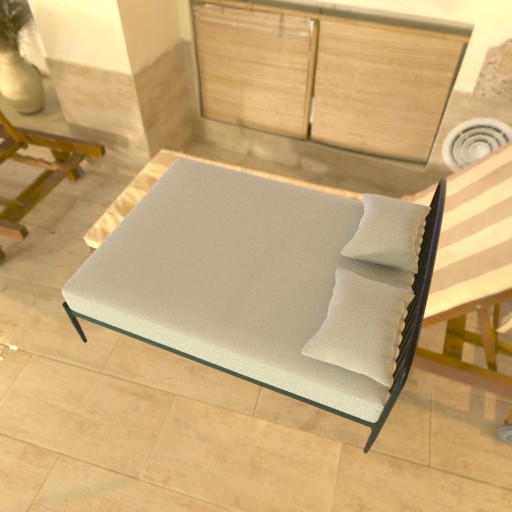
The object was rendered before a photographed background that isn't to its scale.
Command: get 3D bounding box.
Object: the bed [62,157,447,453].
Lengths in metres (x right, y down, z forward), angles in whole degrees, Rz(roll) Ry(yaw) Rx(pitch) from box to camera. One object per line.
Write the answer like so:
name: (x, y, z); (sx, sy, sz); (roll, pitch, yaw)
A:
bed: (0.000, 0.000, 3.108); (2.159, 1.166, 1.618); (17, 50, 15)
